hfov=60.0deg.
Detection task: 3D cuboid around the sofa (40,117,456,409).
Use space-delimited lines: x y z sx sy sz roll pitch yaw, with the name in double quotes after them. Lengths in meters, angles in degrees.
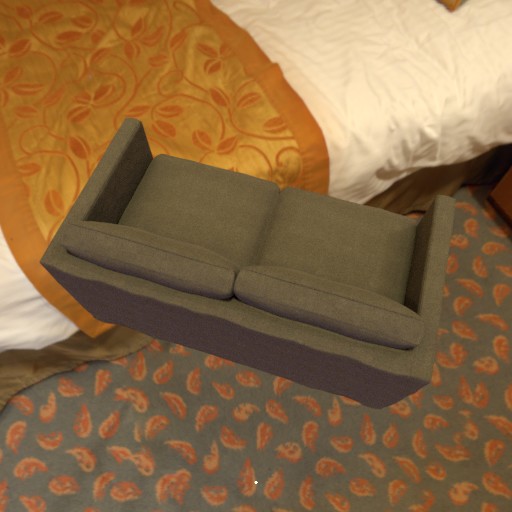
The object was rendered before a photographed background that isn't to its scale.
0.000 0.000 2.345 1.802 0.854 0.974 16 64 8 "sofa"
